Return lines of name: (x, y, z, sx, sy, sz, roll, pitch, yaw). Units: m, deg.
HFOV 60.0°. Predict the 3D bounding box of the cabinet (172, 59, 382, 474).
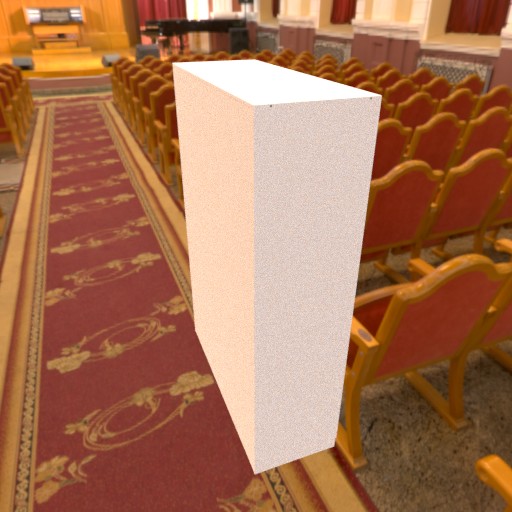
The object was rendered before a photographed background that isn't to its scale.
cabinet: (0.000, 0.000, 2.513, 0.510, 1.910, 1.290, -11, 31, -18)
